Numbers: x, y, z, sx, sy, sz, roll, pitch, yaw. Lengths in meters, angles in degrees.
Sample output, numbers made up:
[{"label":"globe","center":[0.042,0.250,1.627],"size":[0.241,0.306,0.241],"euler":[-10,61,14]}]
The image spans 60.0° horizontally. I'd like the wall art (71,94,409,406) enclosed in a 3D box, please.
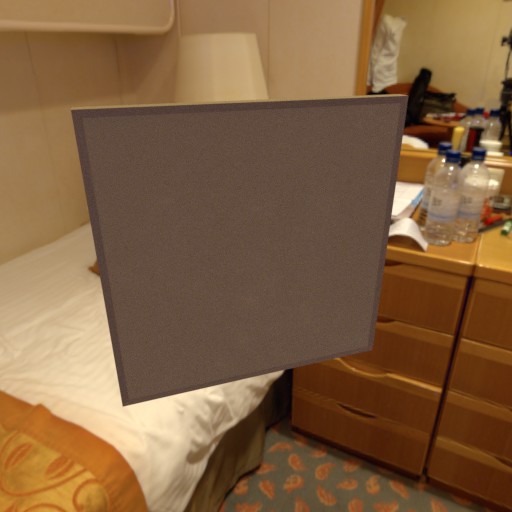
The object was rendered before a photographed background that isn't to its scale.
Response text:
[{"label":"wall art","center":[0.000,0.000,1.140],"size":[0.761,0.758,0.038],"euler":[-8,27,-17]}]
